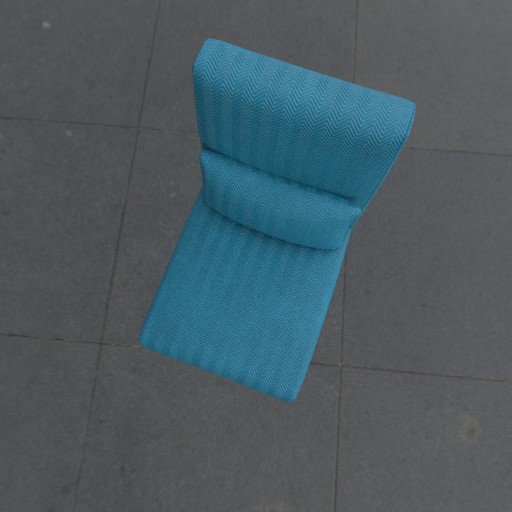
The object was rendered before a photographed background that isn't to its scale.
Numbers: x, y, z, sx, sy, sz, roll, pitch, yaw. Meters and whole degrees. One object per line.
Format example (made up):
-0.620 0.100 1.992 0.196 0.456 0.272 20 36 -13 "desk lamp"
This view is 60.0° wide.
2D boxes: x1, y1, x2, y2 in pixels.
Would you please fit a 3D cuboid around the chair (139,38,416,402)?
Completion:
0.000 0.000 1.452 0.579 0.927 0.808 20 77 5 "chair"
